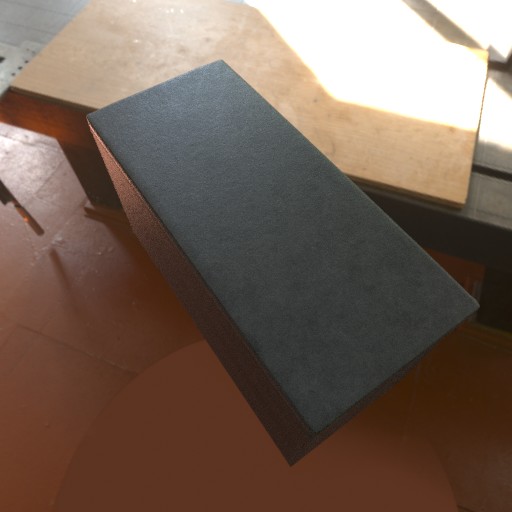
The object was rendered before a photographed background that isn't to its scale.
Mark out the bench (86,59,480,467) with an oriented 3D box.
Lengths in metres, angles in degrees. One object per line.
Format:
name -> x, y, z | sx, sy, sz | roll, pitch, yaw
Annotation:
bench -> 0.000, 0.000, 1.166 | 0.401, 0.501, 0.905 | -31, 63, -17
